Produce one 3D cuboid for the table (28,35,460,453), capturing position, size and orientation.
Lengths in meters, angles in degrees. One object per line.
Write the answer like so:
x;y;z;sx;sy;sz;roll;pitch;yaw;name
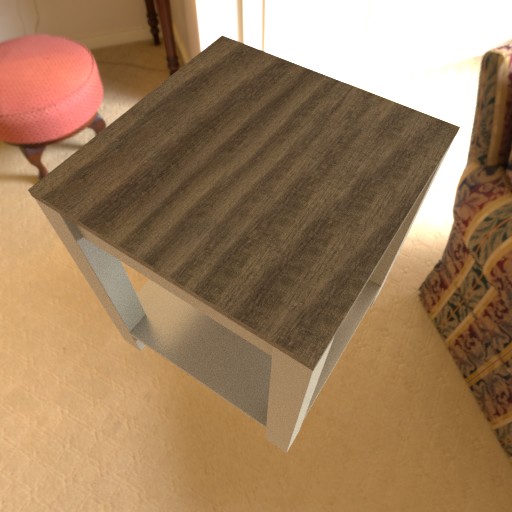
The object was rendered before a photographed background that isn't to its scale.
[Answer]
0.000;0.000;0.964;0.504;0.587;0.506;29;61;18;table
